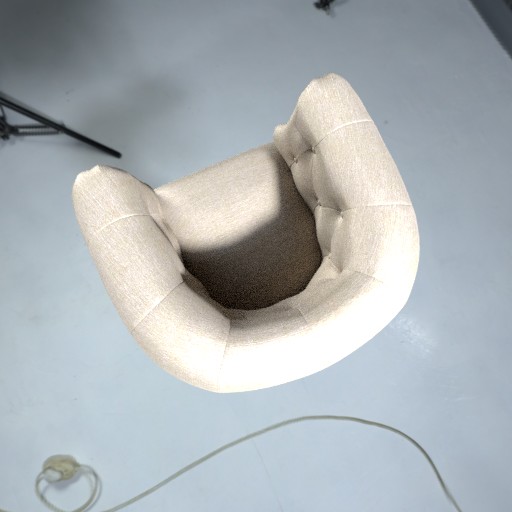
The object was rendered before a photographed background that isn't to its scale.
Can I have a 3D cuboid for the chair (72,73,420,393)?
[{"bbox_3d":[0.000,0.000,1.560,0.905,0.827,0.852,-24,77,-6],"label":"chair"}]
